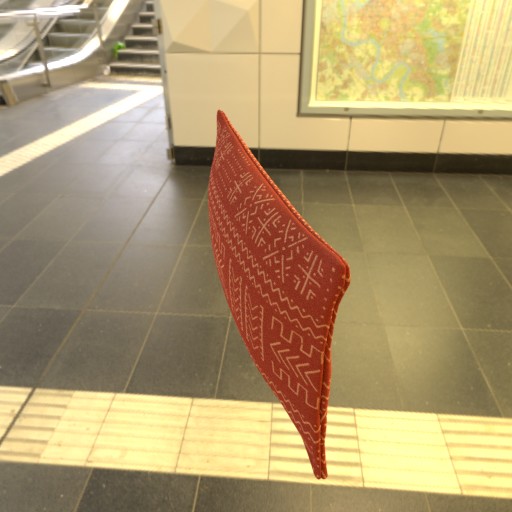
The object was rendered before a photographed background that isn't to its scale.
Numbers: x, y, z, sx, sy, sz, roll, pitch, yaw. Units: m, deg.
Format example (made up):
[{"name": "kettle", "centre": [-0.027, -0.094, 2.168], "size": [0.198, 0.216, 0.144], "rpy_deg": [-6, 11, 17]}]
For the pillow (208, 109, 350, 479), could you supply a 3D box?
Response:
[{"name": "pillow", "centre": [0.000, 0.000, 0.773], "size": [0.130, 0.352, 0.640], "rpy_deg": [-8, 33, -13]}]
